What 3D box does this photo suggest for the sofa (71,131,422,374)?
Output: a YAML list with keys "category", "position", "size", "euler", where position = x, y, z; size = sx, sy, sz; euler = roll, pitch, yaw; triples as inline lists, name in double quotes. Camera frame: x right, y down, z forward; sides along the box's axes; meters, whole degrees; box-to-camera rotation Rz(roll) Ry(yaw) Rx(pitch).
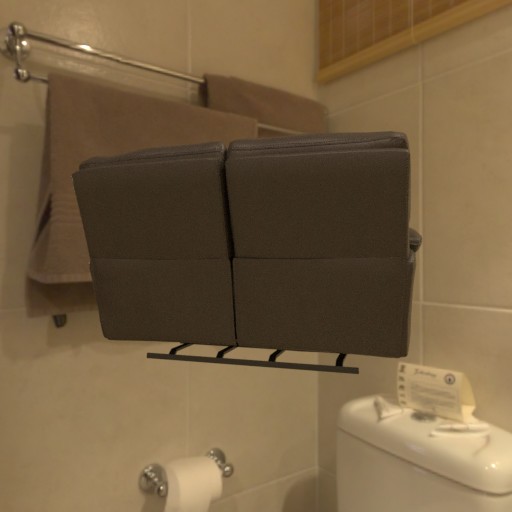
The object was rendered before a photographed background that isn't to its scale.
- category: "sofa"
  position: [0.000, 0.000, 2.505]
  size: [1.765, 1.111, 1.104]
  euler: [0, 0, 17]
